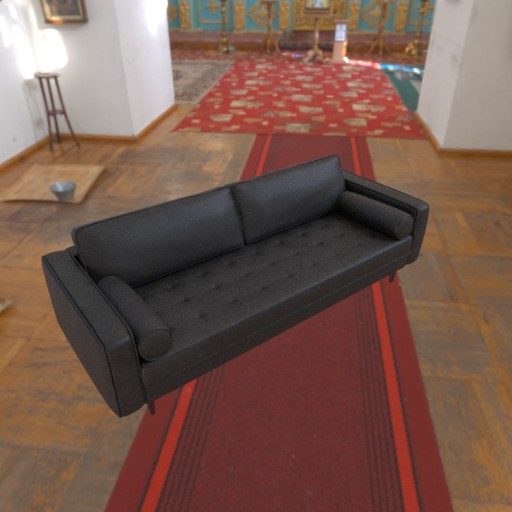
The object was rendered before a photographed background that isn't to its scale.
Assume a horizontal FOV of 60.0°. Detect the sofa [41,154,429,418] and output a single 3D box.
[{"bbox_3d":[0.000,0.000,2.670,2.210,0.762,0.914,-22,38,-31],"label":"sofa"}]
